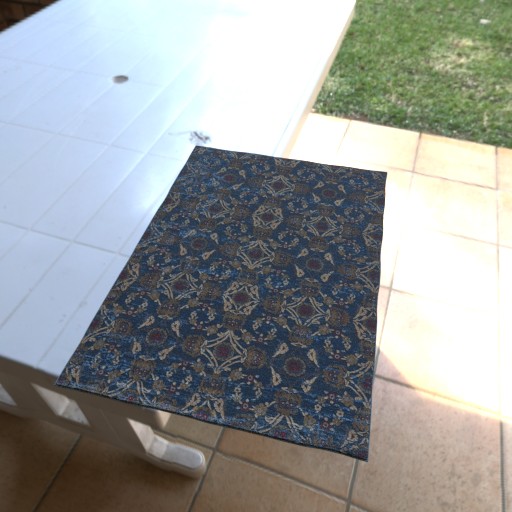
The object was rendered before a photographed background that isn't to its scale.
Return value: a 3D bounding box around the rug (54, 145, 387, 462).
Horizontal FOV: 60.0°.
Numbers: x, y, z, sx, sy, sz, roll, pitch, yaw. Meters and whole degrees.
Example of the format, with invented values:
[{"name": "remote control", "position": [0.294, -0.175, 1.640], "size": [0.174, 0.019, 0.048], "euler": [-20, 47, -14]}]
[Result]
[{"name": "rug", "position": [0.000, 0.000, 2.837], "size": [1.567, 0.014, 2.207], "euler": [10, 48, 9]}]
